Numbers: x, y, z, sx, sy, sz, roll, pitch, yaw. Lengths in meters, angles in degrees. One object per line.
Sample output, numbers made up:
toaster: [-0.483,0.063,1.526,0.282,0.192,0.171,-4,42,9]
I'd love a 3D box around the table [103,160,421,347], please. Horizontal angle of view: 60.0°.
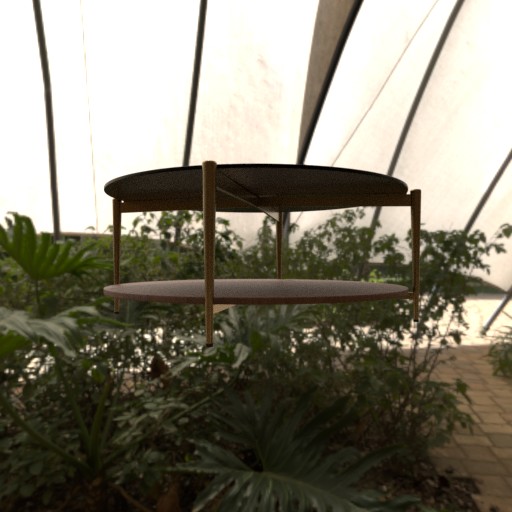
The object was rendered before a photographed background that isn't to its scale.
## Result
table: [0.000,0.000,1.442,0.938,0.400,0.938,0,-1,-18]
